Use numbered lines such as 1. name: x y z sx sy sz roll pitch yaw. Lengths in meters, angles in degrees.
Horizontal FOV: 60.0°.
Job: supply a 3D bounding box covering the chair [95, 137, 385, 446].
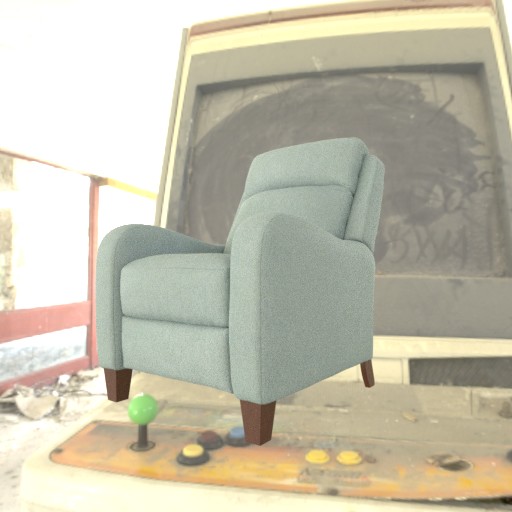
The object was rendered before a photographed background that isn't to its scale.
1. chair: 0.000 0.000 1.791 0.785 1.067 0.988 -1 -1 37
